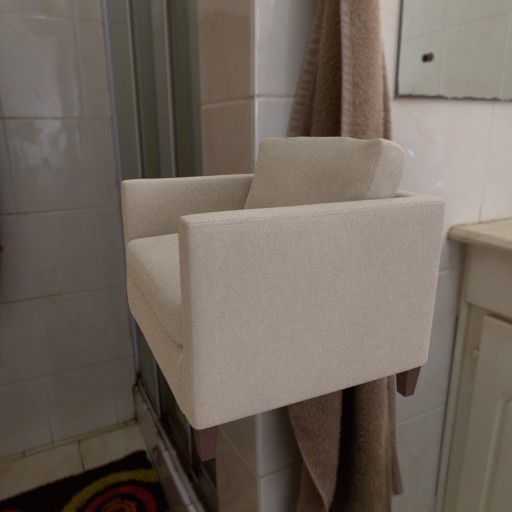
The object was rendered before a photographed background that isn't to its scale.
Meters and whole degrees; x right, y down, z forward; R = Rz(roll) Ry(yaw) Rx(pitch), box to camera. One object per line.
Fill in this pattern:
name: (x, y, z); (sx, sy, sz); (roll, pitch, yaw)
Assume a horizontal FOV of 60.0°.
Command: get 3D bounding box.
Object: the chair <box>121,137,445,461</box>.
chair: (0.000, 0.000, 1.849); (0.959, 0.961, 1.107); (-7, 17, -24)
